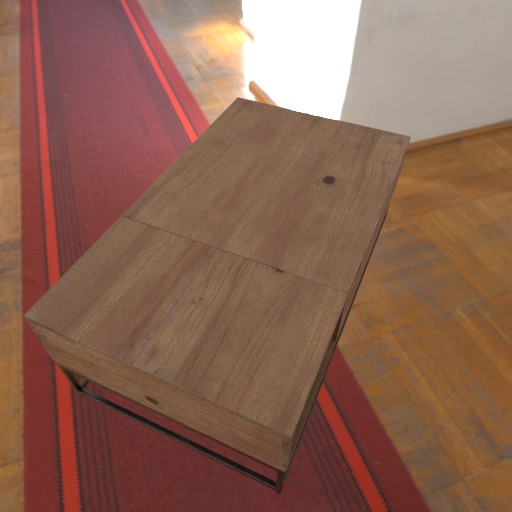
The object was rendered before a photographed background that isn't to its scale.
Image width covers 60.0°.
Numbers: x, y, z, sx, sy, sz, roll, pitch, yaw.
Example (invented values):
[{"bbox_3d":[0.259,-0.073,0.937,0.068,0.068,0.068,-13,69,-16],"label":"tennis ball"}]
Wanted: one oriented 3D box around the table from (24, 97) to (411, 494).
[{"bbox_3d":[0.000,0.000,1.393,0.655,0.395,1.101,19,50,16],"label":"table"}]
